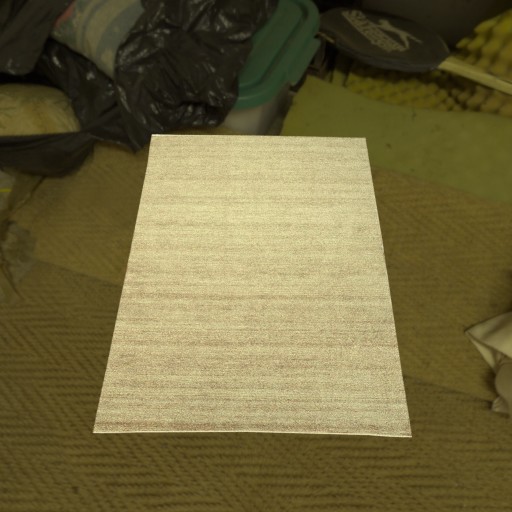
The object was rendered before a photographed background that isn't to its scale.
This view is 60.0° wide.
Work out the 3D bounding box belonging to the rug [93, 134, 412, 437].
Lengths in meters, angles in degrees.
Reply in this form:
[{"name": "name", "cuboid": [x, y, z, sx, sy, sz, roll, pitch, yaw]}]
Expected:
[{"name": "rug", "cuboid": [0.000, 0.000, 4.197, 2.434, 0.045, 3.202, 1, 59, 1]}]
